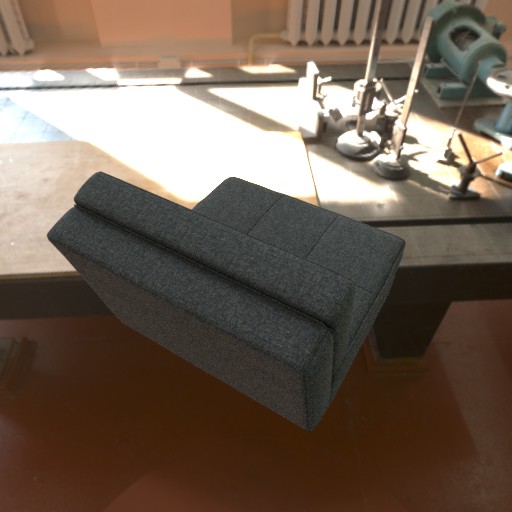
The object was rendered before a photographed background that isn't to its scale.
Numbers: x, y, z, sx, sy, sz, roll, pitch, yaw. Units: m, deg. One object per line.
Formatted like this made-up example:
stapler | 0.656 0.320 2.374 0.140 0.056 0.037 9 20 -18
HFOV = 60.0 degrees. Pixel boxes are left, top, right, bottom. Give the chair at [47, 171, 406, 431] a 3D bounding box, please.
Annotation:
chair | 0.000 0.000 1.339 0.740 0.615 0.800 24 51 21
